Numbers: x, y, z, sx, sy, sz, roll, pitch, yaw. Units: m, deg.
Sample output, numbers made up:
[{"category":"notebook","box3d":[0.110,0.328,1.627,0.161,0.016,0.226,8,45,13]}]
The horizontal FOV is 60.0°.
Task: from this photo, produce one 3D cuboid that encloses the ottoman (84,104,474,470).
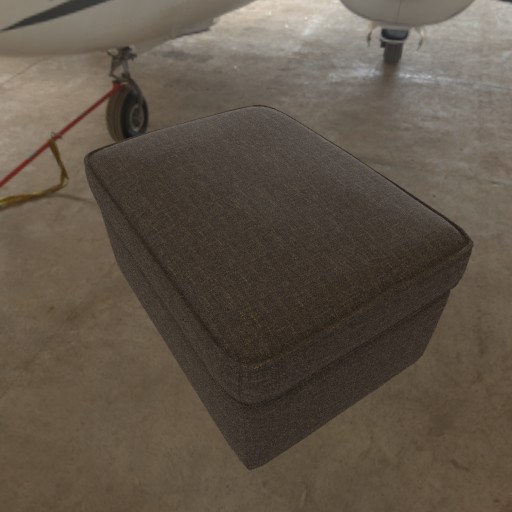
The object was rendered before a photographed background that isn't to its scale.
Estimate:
[{"category":"ottoman","box3d":[0.000,0.000,1.063,0.549,0.450,0.749,-24,48,-24]}]
